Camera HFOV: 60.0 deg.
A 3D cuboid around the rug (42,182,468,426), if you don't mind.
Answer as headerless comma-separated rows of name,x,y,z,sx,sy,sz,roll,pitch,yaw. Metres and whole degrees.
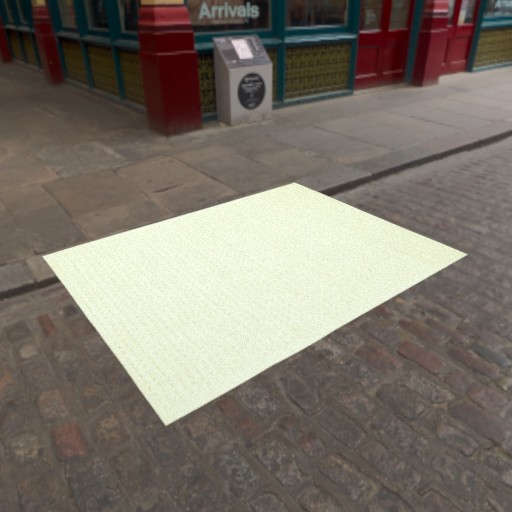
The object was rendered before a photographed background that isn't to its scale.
rug,0.000,0.000,4.194,3.204,0.016,2.452,-21,36,-32
